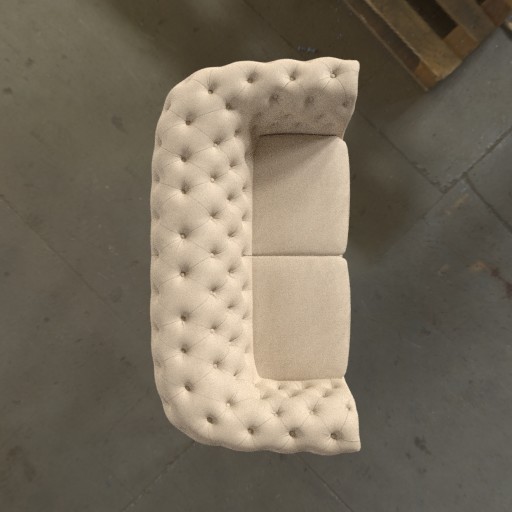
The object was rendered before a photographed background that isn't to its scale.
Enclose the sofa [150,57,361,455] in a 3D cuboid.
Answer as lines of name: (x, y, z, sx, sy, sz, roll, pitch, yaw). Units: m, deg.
sofa: (0.000, 0.000, 2.521, 1.069, 0.835, 1.988, 0, 89, 1)
